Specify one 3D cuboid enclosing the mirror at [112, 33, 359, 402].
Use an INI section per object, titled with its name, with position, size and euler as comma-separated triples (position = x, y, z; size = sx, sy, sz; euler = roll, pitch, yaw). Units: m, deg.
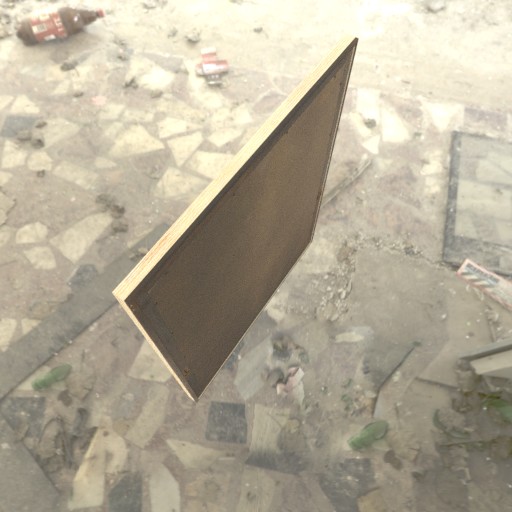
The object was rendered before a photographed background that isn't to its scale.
[mirror]
position = 0.000, 0.000, 1.200
size = 0.032, 0.882, 0.730
euler = 31, 67, 15
